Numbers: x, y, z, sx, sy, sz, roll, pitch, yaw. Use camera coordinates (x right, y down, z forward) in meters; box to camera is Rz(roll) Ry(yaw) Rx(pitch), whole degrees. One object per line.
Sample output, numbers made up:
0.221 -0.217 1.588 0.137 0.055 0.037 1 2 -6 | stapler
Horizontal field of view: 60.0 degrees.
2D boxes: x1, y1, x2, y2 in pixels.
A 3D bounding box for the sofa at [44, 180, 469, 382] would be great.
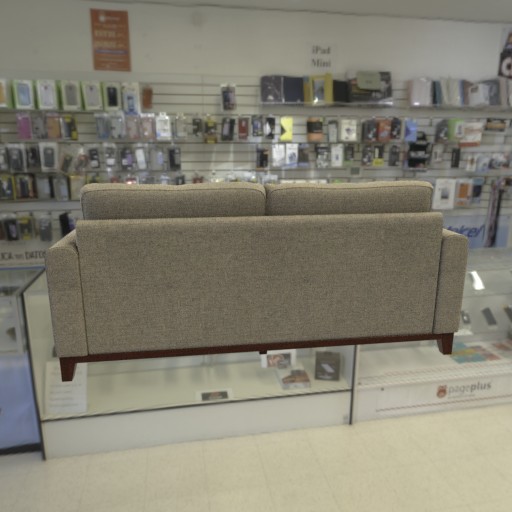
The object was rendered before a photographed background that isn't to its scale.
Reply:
0.000 0.000 2.514 1.978 0.892 0.969 -2 14 -8 | sofa
